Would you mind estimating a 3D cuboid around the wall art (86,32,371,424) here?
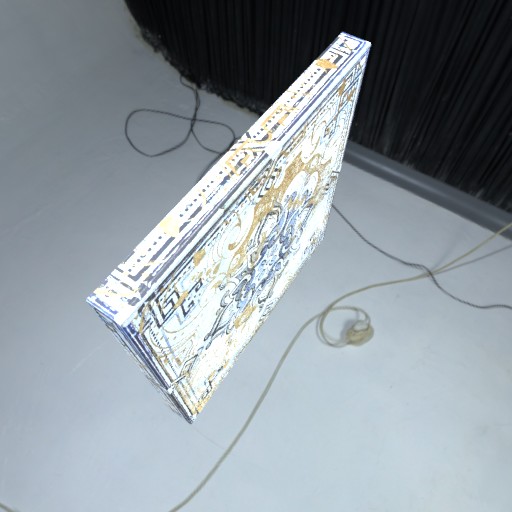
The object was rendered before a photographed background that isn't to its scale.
[{"bbox_3d":[0.000,0.000,0.597,0.038,0.410,0.411,30,64,17],"label":"wall art"}]
